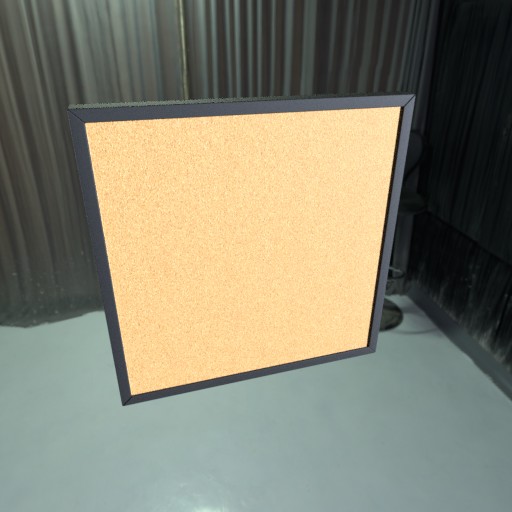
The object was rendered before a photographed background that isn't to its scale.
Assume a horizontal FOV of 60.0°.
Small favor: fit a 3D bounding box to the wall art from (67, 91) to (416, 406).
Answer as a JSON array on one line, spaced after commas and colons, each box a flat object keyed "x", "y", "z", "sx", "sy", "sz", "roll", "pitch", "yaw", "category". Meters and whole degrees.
[{"x": 0.000, "y": 0.000, "z": 0.753, "sx": 0.508, "sy": 0.508, "sz": 0.037, "roll": -8, "pitch": 28, "yaw": -15, "category": "wall art"}]
